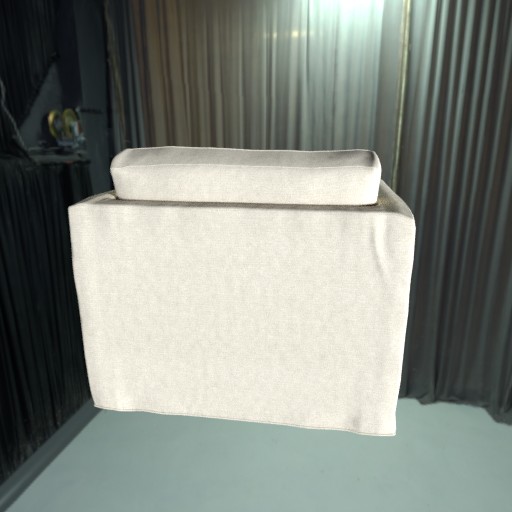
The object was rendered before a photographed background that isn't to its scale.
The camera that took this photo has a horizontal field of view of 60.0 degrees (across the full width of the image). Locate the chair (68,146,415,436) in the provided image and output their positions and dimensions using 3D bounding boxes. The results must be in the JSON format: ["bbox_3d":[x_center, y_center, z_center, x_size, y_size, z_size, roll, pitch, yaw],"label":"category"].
[{"bbox_3d":[0.000,0.000,1.772,1.057,0.867,0.949,2,16,8],"label":"chair"}]
